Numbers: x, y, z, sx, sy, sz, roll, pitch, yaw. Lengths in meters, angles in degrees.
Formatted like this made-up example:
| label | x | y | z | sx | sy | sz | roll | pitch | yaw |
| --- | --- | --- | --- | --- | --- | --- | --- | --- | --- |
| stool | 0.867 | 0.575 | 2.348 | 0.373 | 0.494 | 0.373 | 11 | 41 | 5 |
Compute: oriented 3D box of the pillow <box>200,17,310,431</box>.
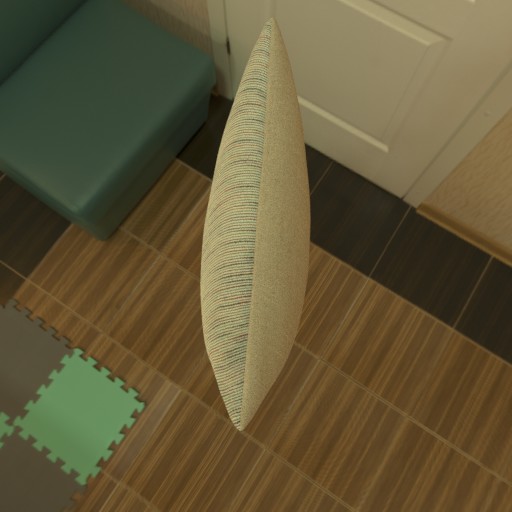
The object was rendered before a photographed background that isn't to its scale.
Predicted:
| label | x | y | z | sx | sy | sz | roll | pitch | yaw |
| --- | --- | --- | --- | --- | --- | --- | --- | --- | --- |
| pillow | 0.000 | 0.000 | 0.747 | 0.178 | 0.506 | 0.512 | 4 | 74 | 1 |
